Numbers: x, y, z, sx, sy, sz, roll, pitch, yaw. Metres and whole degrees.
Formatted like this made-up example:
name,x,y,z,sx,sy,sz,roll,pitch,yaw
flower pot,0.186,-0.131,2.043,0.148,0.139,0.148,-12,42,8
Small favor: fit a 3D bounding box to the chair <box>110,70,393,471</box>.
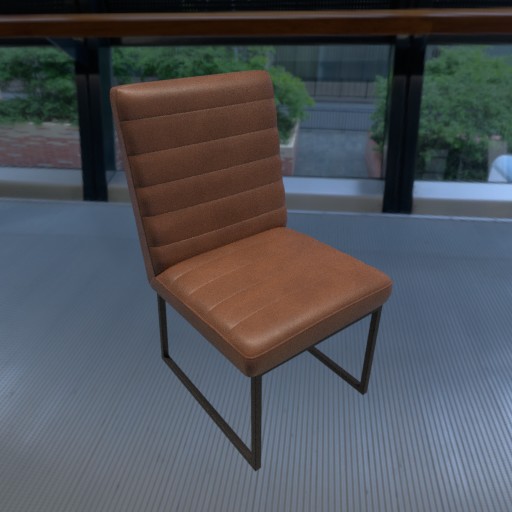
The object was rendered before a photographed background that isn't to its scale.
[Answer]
name,x,y,z,sx,sy,sz,roll,pitch,yaw
chair,0.000,0.000,1.305,0.520,0.930,0.634,-21,37,-32
